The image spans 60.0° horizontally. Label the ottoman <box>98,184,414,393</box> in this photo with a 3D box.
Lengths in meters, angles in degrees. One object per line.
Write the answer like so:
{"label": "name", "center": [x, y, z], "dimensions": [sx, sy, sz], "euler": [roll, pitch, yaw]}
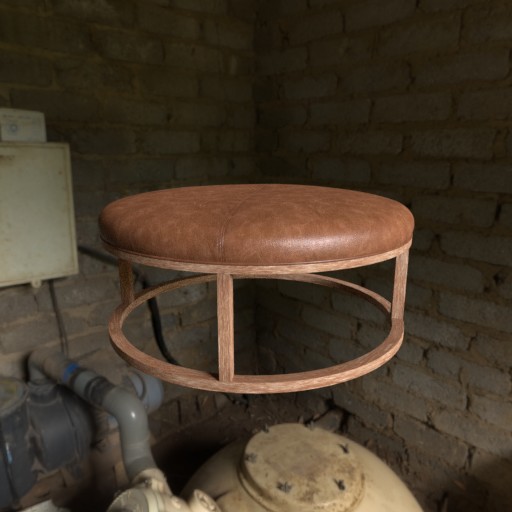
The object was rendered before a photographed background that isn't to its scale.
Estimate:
{"label": "ottoman", "center": [0.000, 0.000, 1.520], "dimensions": [1.006, 0.445, 1.006], "euler": [0, 14, 0]}
